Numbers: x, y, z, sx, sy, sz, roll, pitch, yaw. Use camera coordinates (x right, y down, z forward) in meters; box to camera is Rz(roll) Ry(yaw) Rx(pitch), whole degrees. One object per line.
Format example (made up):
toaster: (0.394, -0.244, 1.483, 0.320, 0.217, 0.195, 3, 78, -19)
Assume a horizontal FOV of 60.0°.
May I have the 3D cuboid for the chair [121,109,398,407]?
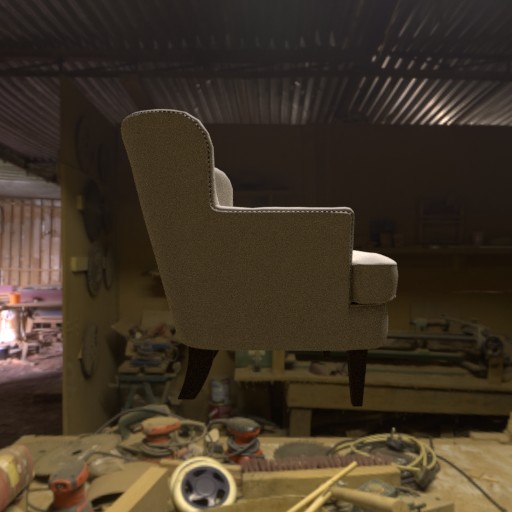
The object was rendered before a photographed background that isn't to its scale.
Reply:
chair: (0.000, 0.000, 1.603, 0.906, 0.868, 0.848, 0, 0, 1)
